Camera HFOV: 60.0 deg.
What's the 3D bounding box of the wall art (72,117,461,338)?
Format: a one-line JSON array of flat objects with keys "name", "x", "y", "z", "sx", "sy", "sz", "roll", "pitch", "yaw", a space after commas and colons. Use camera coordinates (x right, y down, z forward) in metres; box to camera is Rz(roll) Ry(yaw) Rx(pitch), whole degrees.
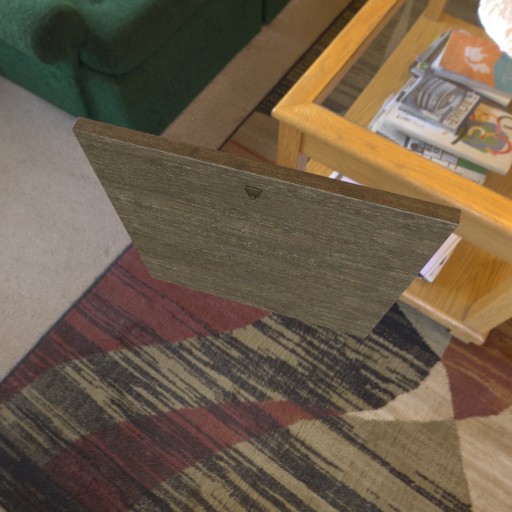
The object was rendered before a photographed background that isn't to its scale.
[{"name": "wall art", "x": 0.000, "y": 0.000, "z": 0.716, "sx": 0.462, "sy": 0.459, "sz": 0.027, "roll": 15, "pitch": 65, "yaw": 7}]
